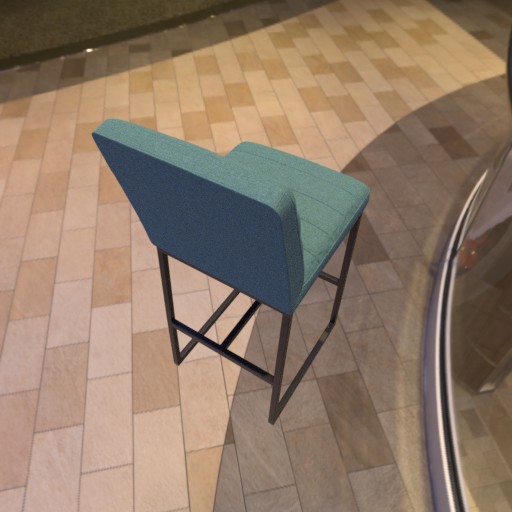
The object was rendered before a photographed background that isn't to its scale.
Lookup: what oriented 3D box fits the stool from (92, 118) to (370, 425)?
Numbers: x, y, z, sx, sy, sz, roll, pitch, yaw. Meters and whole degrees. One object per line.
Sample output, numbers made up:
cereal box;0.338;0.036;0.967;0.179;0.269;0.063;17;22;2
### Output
stool;0.000;0.000;1.345;0.460;1.040;0.560;25;53;21
